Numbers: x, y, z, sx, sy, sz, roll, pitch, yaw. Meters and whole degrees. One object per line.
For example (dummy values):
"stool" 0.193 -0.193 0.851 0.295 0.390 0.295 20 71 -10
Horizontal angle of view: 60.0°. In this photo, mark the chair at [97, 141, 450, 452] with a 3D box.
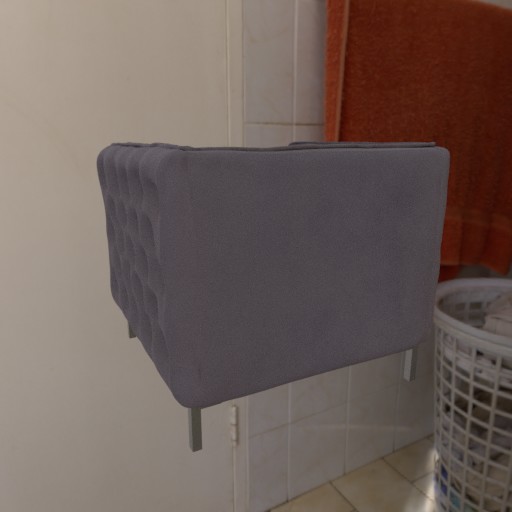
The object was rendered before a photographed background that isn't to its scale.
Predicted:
"chair" 0.000 0.000 1.617 0.946 0.807 0.913 -7 16 -26
